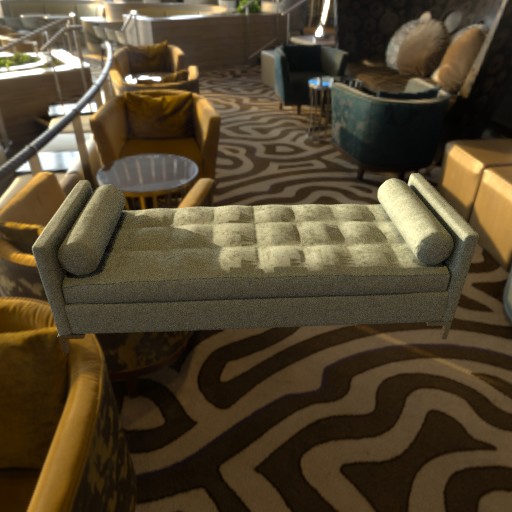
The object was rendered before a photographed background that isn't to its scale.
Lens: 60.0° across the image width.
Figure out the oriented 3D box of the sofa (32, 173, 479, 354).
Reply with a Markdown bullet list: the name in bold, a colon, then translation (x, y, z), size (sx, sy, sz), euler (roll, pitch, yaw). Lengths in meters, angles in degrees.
- **sofa**: translation (0.000, 0.000, 2.535), size (2.102, 0.657, 0.797), euler (-2, 33, -3)
